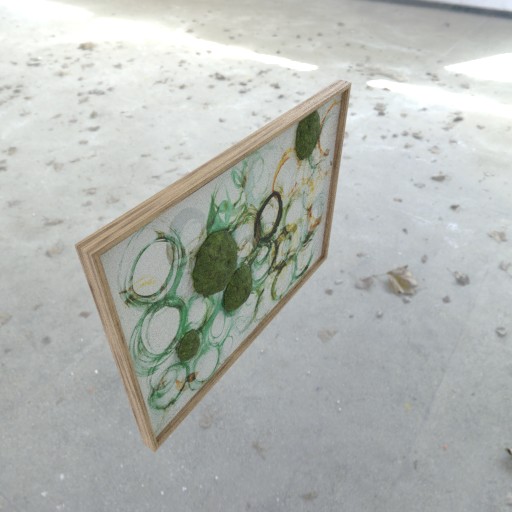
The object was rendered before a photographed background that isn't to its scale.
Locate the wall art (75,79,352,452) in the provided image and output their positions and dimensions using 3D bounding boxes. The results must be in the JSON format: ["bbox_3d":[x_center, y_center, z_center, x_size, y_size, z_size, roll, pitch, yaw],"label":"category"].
[{"bbox_3d":[0.000,0.000,1.097,0.063,0.609,0.841,25,47,26],"label":"wall art"}]
